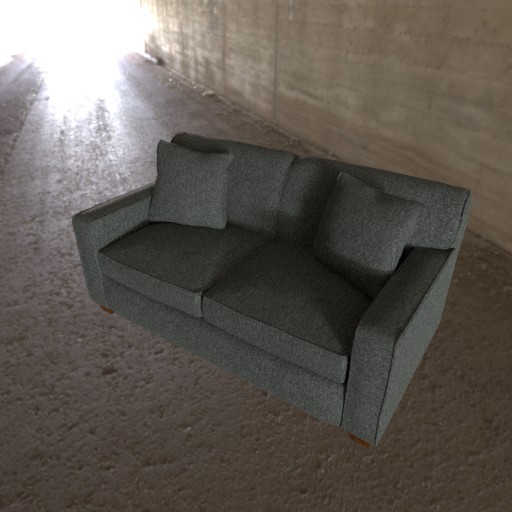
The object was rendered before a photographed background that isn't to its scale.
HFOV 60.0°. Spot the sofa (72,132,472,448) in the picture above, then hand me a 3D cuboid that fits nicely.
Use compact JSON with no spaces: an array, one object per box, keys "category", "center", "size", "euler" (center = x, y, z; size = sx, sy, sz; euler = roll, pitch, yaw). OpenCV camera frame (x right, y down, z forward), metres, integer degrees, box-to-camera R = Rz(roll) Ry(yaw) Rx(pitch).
[{"category":"sofa","center":[0.000,0.000,2.389],"size":[1.846,0.958,0.998],"euler":[19,35,29]}]
